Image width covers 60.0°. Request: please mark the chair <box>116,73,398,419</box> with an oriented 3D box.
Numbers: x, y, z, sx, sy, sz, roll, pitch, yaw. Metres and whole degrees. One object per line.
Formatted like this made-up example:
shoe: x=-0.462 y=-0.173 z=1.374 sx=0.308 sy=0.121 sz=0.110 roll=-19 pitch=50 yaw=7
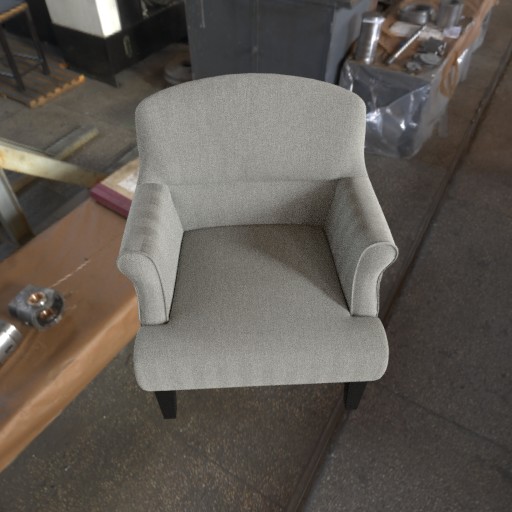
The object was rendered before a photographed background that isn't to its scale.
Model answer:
chair: x=0.000 y=0.000 z=1.435 sx=0.772 sy=0.880 sz=0.755 roll=-2 pitch=47 yaw=-2
